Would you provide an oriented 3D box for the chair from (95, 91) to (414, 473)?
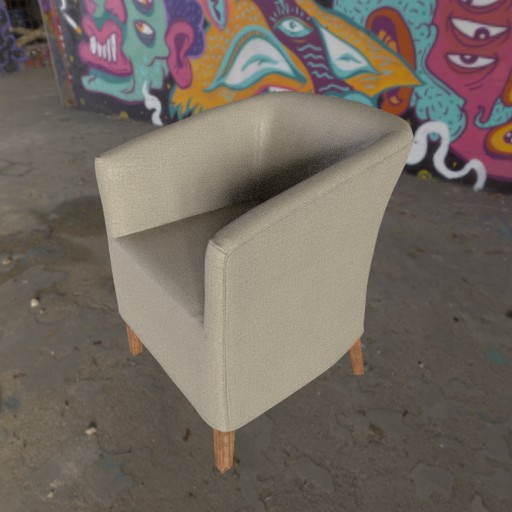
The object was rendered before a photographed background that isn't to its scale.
[{"bbox_3d":[0.000,0.000,1.253,0.668,0.771,0.600,-22,38,-31],"label":"chair"}]
